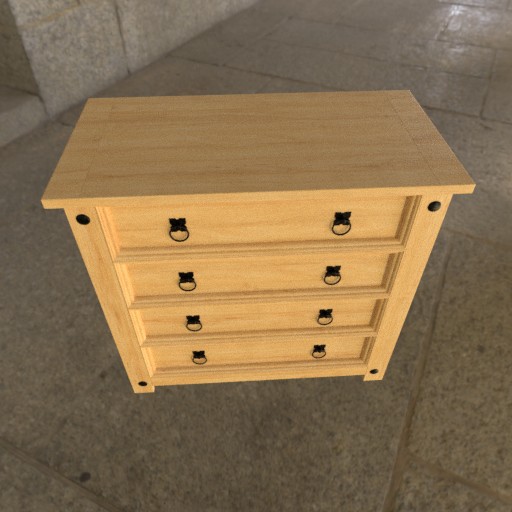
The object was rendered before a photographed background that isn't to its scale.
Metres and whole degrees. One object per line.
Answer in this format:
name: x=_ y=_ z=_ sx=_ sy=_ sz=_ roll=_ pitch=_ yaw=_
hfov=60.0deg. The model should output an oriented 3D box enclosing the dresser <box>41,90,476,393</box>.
dresser: x=0.000 y=0.000 z=1.213 sx=0.800 sy=0.730 sz=0.410 roll=-2 pitch=44 yaw=-2
